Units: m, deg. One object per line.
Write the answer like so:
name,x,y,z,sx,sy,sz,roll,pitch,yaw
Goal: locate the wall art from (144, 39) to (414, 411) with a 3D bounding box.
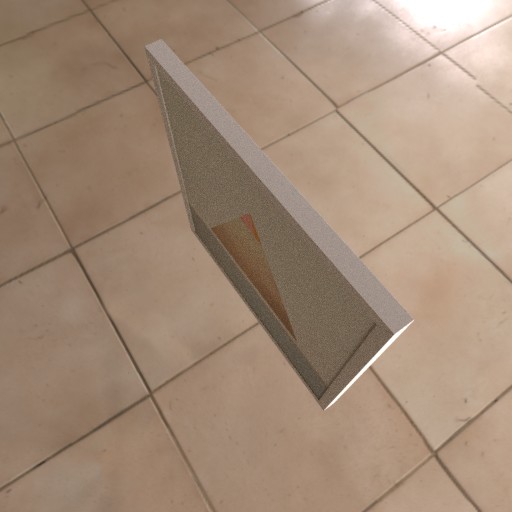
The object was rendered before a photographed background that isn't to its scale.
wall art,0.000,0.000,1.140,0.041,0.765,0.768,-32,67,-15
